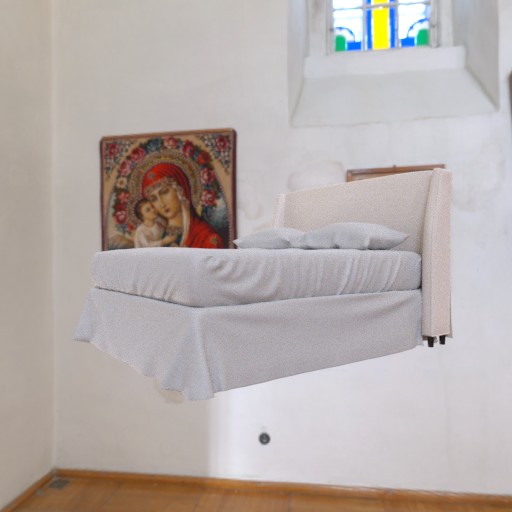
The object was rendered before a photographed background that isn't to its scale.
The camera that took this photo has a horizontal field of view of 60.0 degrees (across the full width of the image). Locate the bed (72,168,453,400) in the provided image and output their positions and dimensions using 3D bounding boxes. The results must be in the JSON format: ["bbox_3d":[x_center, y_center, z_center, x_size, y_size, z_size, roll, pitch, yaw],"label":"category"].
[{"bbox_3d":[0.000,0.000,3.398,2.276,1.332,1.925,0,1,-37],"label":"bed"}]
